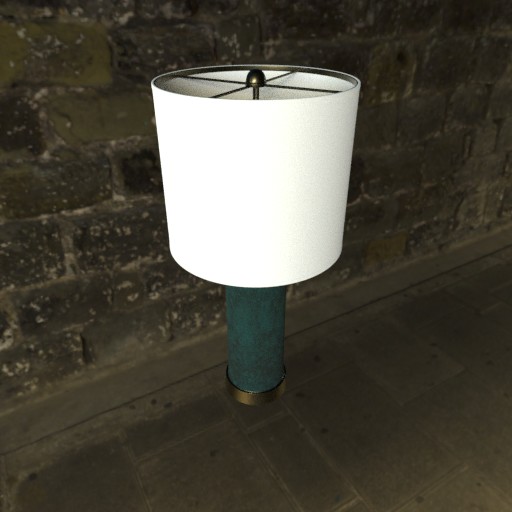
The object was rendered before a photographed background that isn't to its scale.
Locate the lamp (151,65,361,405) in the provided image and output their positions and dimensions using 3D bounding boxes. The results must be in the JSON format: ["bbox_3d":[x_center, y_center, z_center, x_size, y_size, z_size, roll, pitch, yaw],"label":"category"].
[{"bbox_3d":[0.000,0.000,0.803,0.301,0.630,0.301,-8,32,-13],"label":"lamp"}]
